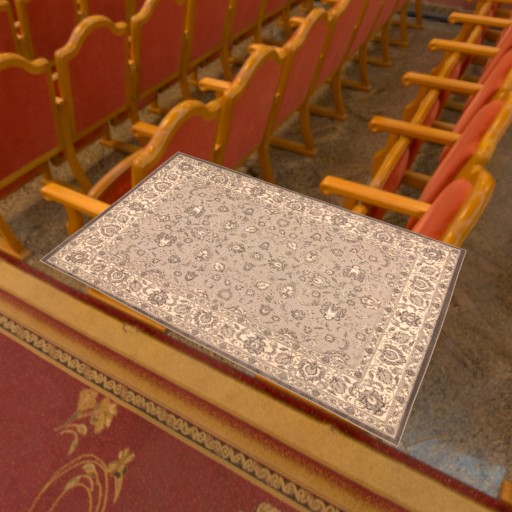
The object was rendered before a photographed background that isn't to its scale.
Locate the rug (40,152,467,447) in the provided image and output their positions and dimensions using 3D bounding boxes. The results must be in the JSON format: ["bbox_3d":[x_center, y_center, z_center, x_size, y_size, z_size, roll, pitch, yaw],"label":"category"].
[{"bbox_3d":[0.000,0.000,2.968,2.438,0.011,1.524,22,50,21],"label":"rug"}]
